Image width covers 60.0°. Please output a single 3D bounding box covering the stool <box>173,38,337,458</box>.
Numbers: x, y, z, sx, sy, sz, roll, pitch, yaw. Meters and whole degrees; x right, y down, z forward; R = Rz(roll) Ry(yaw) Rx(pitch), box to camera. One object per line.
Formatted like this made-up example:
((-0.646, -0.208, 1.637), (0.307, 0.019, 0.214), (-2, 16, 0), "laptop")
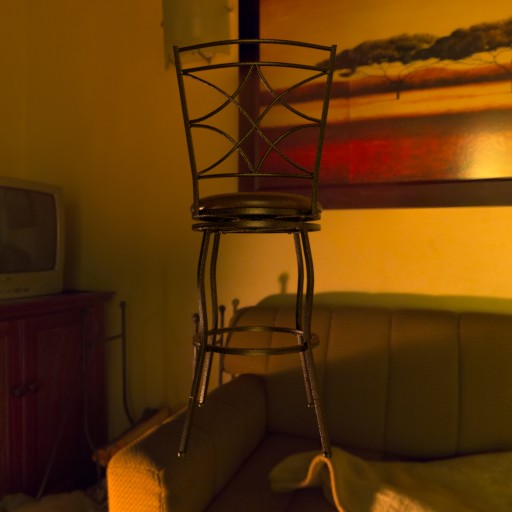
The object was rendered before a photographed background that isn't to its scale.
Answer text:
((0.000, 0.000, 1.390), (0.434, 1.117, 0.534), (0, 0, 1), "stool")
